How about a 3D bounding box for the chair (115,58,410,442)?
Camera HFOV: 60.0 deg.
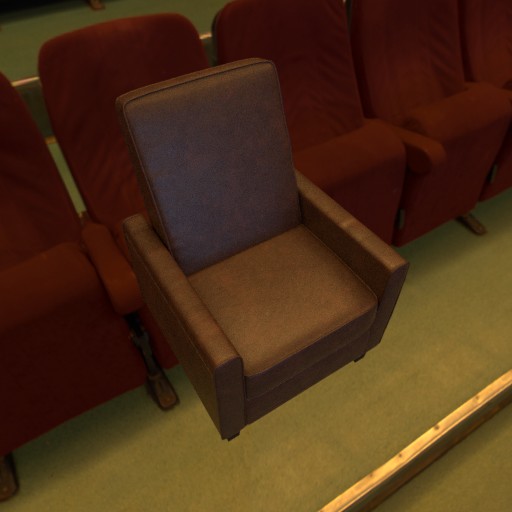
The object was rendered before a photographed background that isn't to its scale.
[{"bbox_3d":[0.000,0.000,1.514,0.705,1.013,0.746,-25,53,-21],"label":"chair"}]
